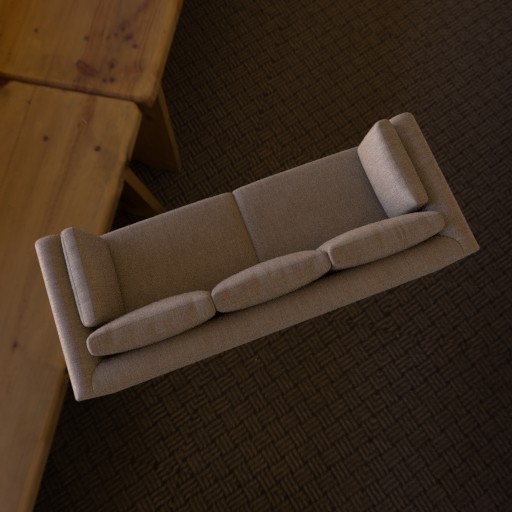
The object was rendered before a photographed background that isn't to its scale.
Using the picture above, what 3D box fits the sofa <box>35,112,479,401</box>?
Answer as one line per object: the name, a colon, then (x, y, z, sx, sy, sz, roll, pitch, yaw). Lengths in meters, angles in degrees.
sofa: (0.000, 0.000, 2.871, 2.415, 0.867, 0.969, -20, 78, -5)
